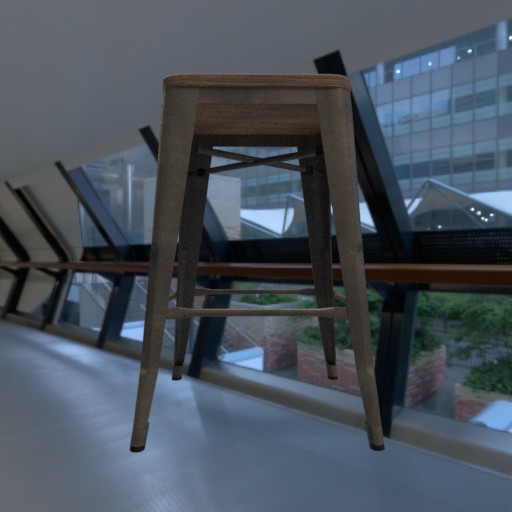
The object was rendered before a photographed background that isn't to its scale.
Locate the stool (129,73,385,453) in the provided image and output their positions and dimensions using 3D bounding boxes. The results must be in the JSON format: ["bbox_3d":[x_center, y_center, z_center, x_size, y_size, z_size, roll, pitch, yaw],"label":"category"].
[{"bbox_3d":[0.000,0.000,0.893,0.407,0.607,0.407,0,1,-1],"label":"stool"}]
